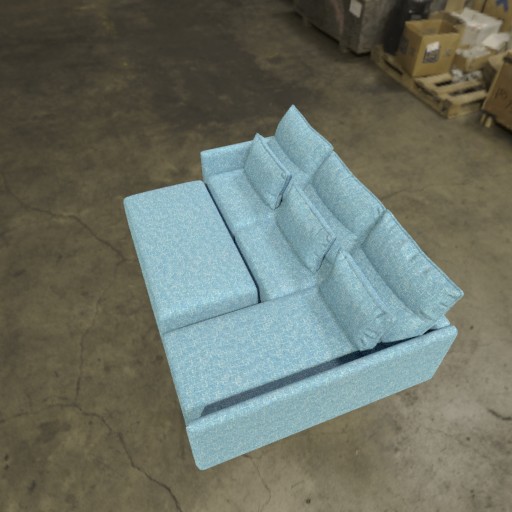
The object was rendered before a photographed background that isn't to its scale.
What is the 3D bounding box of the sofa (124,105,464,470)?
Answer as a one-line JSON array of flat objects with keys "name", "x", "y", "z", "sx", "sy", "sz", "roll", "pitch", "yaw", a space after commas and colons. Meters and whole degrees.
[{"name": "sofa", "x": 0.000, "y": 0.000, "z": 2.829, "sx": 1.420, "sy": 0.899, "sz": 2.034, "roll": -16, "pitch": 49, "yaw": -14}]
